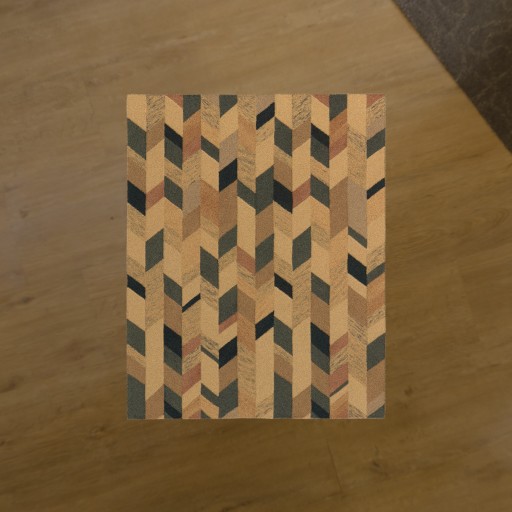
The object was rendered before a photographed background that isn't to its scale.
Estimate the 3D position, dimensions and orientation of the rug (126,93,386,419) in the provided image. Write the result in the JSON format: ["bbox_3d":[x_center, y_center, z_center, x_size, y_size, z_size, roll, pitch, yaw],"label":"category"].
[{"bbox_3d":[0.000,0.000,4.183,2.451,0.011,3.072,0,89,0],"label":"rug"}]
